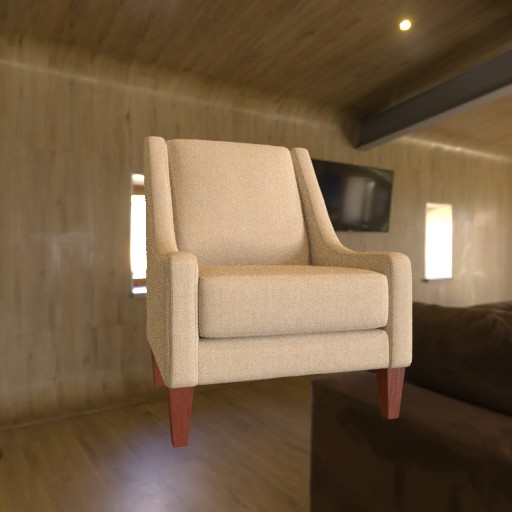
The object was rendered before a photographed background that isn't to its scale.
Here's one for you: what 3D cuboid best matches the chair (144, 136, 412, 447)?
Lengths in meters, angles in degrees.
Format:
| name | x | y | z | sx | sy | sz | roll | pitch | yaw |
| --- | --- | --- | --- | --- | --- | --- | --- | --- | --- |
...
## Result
| name | x | y | z | sx | sy | sz | roll | pitch | yaw |
| --- | --- | --- | --- | --- | --- | --- | --- | --- | --- |
| chair | 0.000 | 0.000 | 1.639 | 0.774 | 1.014 | 0.870 | 0 | 0 | -18 |
